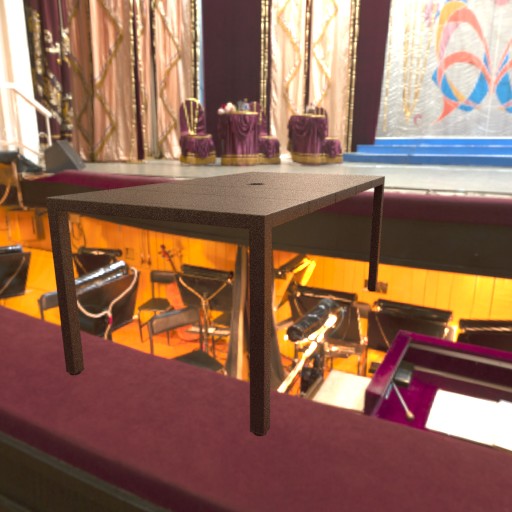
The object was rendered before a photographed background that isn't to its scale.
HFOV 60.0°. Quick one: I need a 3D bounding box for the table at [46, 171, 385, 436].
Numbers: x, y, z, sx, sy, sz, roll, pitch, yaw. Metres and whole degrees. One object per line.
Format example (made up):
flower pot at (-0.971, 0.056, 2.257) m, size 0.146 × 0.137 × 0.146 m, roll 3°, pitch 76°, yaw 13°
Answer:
table at (0.000, 0.000, 2.274) m, size 0.914 × 0.735 × 1.680 m, roll 7°, pitch 16°, yaw 26°
